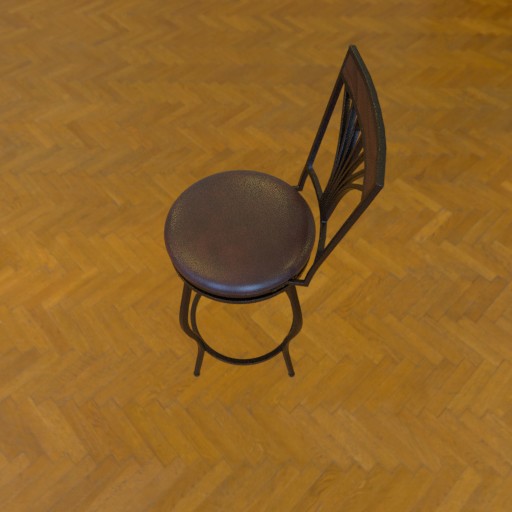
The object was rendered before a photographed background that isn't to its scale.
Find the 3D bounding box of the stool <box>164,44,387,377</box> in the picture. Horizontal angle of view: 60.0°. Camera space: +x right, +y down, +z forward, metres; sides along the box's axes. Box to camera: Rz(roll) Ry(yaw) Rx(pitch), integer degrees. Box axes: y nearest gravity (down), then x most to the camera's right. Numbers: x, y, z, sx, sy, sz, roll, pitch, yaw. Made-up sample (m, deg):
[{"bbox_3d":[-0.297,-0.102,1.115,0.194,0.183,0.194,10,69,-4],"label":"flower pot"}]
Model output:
[{"bbox_3d":[0.000,0.000,1.366,0.514,1.117,0.433,0,57,0],"label":"stool"}]
